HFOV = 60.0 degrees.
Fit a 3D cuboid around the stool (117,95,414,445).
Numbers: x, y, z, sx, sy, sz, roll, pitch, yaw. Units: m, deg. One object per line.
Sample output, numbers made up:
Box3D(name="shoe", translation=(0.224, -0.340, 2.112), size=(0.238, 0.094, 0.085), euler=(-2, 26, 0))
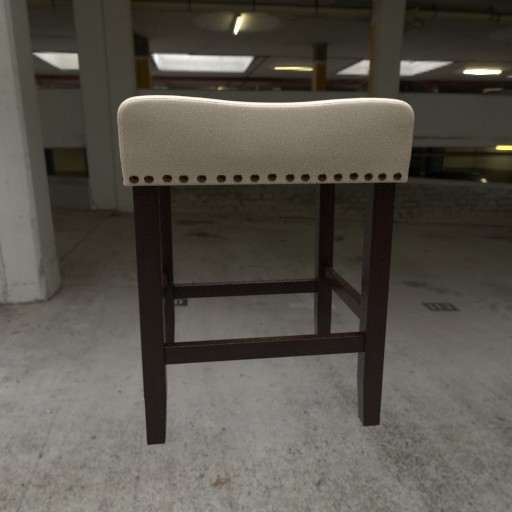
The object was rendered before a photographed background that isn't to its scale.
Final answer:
Box3D(name="stool", translation=(0.000, 0.000, 0.940), size=(0.471, 0.609, 0.401), euler=(-2, 15, -7))
